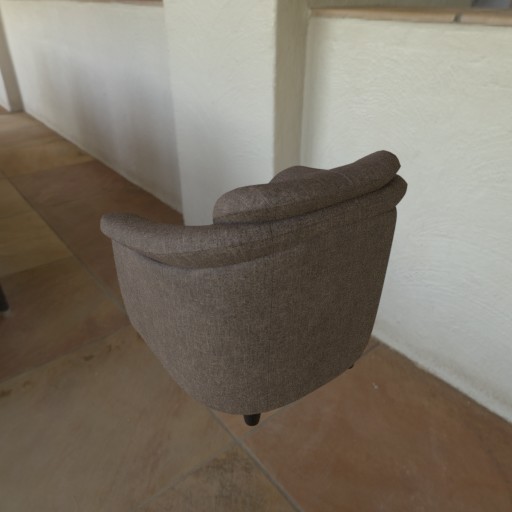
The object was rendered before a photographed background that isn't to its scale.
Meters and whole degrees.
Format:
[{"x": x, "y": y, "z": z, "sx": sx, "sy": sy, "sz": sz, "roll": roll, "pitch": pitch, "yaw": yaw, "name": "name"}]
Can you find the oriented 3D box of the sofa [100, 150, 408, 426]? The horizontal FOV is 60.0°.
[{"x": 0.000, "y": 0.000, "z": 1.517, "sx": 0.870, "sy": 0.811, "sz": 0.794, "roll": -20, "pitch": 36, "yaw": -30, "name": "sofa"}]
